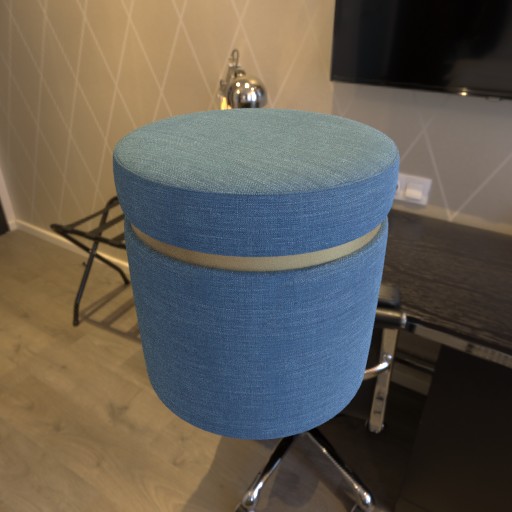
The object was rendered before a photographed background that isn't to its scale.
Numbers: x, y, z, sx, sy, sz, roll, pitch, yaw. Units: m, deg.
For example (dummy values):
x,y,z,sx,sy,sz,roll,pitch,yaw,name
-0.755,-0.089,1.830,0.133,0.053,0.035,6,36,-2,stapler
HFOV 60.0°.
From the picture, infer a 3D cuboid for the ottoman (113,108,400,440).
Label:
x,y,z,sx,sy,sz,roll,pitch,yaw,name
0.000,0.000,0.720,0.398,0.406,0.398,0,30,0,ottoman
